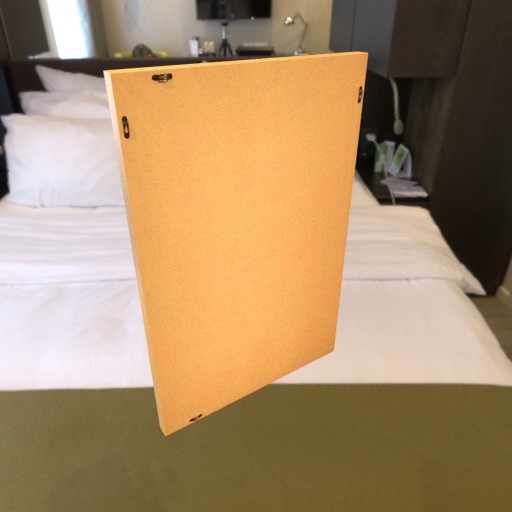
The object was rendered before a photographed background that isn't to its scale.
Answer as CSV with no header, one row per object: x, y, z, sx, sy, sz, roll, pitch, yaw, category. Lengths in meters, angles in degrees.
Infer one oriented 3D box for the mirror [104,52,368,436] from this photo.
0.000,0.000,1.127,0.609,0.915,0.041,-18,35,-29,mirror
